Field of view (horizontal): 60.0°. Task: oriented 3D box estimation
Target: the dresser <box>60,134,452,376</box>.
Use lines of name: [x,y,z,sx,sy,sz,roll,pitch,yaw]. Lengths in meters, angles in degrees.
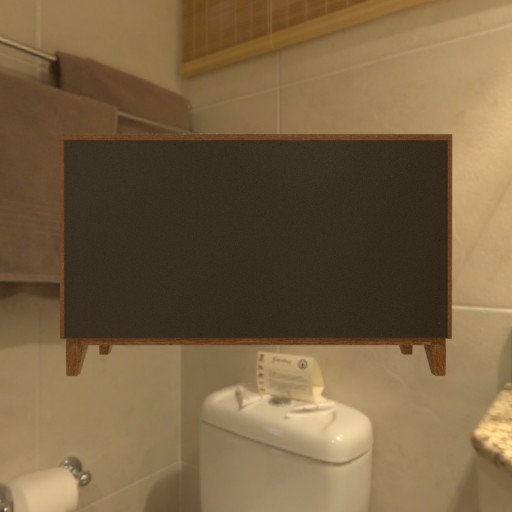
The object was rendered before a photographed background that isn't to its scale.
dresser: [0.000,0.000,1.803,1.400,0.873,0.446,0,0,0]
